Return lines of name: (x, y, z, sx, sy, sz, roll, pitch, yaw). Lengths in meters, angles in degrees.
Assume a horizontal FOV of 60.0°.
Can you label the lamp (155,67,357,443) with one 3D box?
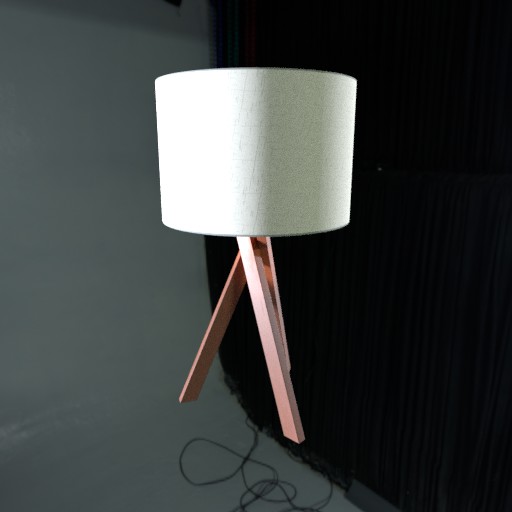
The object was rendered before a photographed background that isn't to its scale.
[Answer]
lamp: (0.000, 0.000, 0.940, 0.380, 0.686, 0.380, 14, 20, 43)
